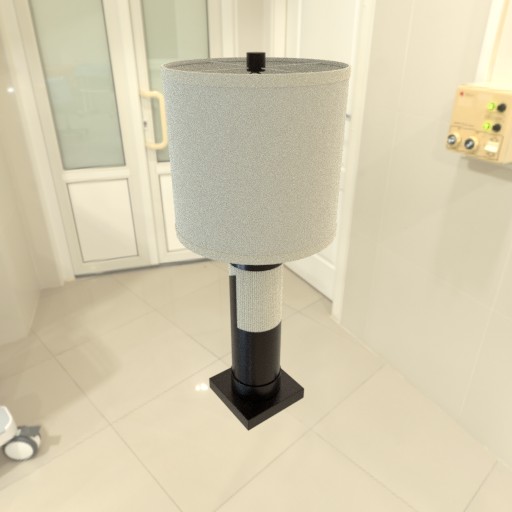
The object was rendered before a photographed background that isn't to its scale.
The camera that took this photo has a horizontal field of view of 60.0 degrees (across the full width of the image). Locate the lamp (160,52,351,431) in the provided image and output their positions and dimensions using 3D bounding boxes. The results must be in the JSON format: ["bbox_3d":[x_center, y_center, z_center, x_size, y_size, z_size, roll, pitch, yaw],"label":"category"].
[{"bbox_3d":[0.000,0.000,0.609,0.211,0.509,0.211,-19,34,-32],"label":"lamp"}]
